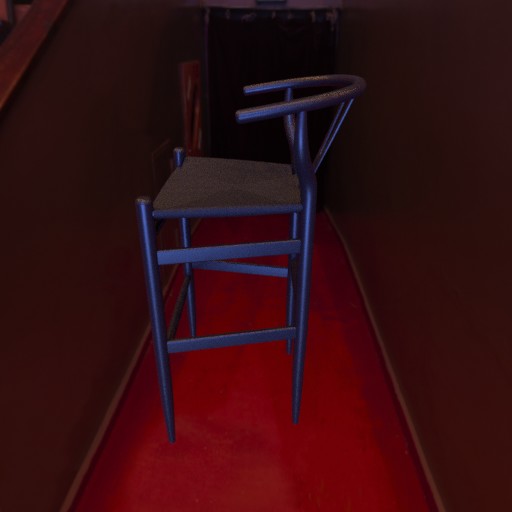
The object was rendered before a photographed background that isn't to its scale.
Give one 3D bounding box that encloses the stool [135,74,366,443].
[{"bbox_3d":[0.000,0.000,1.425,0.579,1.072,0.569,0,26,0],"label":"stool"}]
